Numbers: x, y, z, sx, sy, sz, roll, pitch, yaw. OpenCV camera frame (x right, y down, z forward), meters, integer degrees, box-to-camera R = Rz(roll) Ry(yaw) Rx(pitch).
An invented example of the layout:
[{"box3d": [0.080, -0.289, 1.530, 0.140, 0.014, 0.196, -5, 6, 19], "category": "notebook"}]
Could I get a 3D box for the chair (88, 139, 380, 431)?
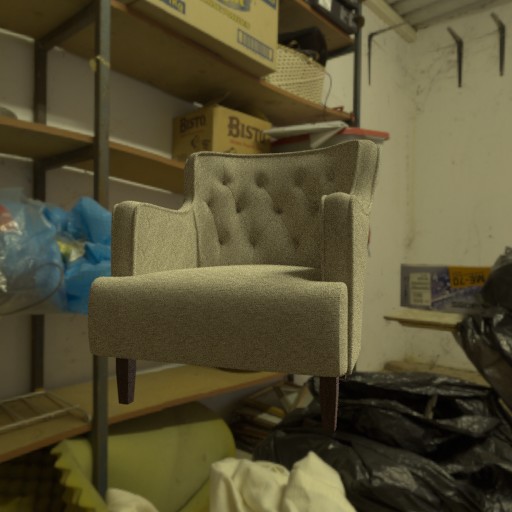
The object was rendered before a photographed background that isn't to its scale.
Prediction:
[{"box3d": [0.000, 0.000, 1.651, 0.820, 0.920, 0.910, 0, 1, 19], "category": "chair"}]
